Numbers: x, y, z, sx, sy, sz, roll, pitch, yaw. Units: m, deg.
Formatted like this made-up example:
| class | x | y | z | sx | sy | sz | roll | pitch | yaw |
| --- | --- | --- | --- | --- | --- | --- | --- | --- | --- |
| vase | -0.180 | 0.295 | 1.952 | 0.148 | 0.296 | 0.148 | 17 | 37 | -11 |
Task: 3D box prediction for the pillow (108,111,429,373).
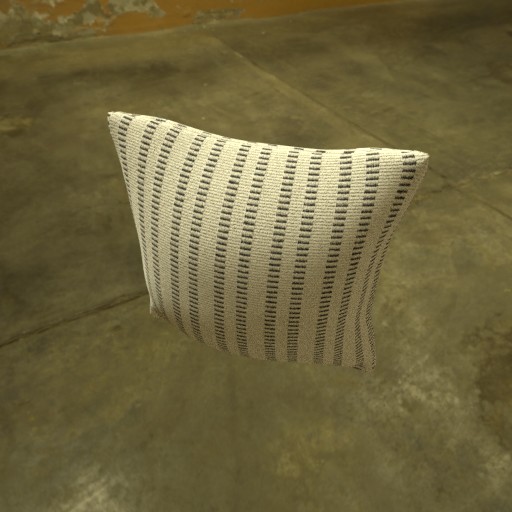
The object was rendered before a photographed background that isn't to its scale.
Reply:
| class | x | y | z | sx | sy | sz | roll | pitch | yaw |
| --- | --- | --- | --- | --- | --- | --- | --- | --- | --- |
| pillow | 0.000 | 0.000 | 0.700 | 0.438 | 0.419 | 0.247 | 12 | 41 | 14 |
